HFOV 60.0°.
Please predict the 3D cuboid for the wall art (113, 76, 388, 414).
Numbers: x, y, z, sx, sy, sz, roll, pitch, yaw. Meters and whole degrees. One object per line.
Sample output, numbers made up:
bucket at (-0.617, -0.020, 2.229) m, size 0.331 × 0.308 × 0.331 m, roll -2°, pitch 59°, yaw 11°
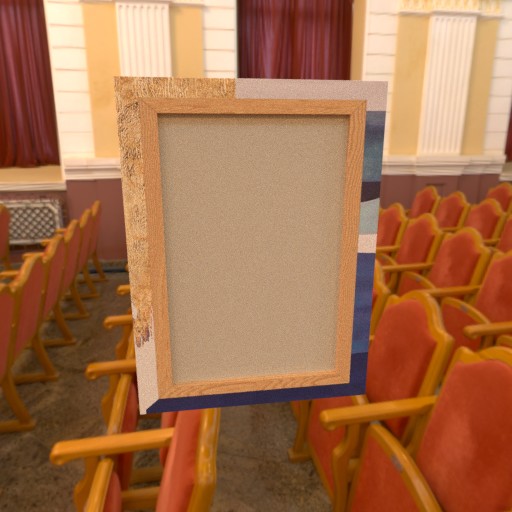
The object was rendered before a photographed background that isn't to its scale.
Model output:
wall art at (0.000, 0.000, 0.825) m, size 0.458 × 0.613 × 0.026 m, roll -2°, pitch 15°, yaw -8°
